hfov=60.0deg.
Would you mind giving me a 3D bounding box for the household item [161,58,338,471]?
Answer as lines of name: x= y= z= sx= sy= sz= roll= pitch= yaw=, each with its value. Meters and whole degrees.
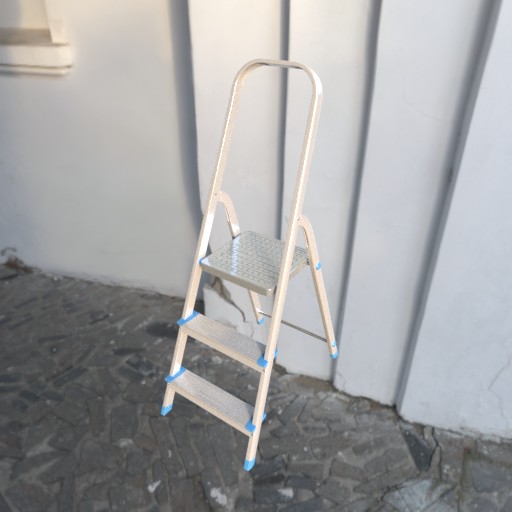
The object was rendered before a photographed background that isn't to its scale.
household item: x=0.000 y=0.000 z=1.520 sx=0.420 sy=1.215 sz=0.687 roll=20 pitch=37 yaw=29
